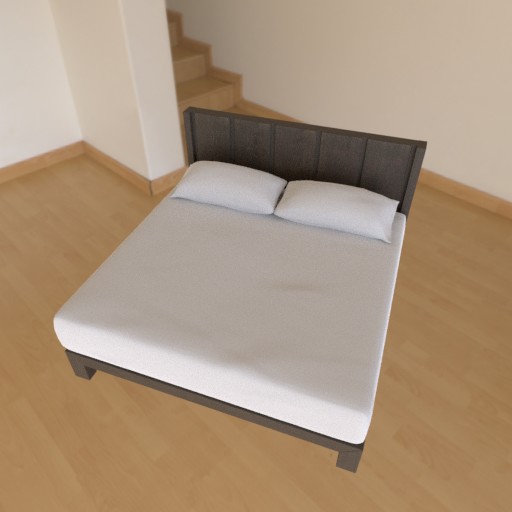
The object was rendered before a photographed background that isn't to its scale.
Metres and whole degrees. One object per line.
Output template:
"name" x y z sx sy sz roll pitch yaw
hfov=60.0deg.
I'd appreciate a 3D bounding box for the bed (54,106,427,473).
"bed" 0.000 0.000 3.466 2.143 1.261 2.238 13 42 15
